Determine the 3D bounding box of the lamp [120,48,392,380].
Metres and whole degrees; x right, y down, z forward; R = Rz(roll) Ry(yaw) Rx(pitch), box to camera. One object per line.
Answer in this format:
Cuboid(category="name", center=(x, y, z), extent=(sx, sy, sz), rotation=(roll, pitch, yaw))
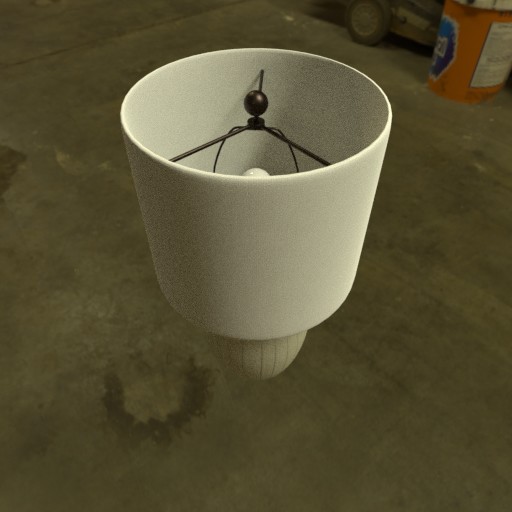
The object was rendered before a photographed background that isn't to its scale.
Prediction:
Cuboid(category="lamp", center=(0.000, 0.000, 0.740), extent=(0.329, 0.570, 0.329), rotation=(3, 46, 2))
